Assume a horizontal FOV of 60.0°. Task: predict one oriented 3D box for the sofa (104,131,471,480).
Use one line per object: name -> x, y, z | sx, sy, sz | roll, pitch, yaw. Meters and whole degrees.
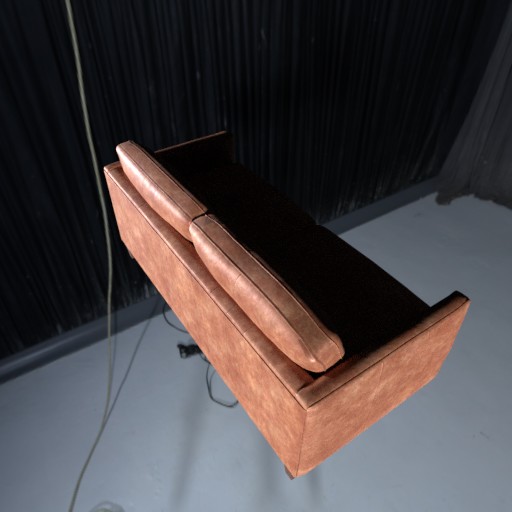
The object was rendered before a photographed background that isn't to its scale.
sofa -> 0.000, 0.000, 2.421 | 0.923, 0.863, 1.971 | -24, 46, -25
